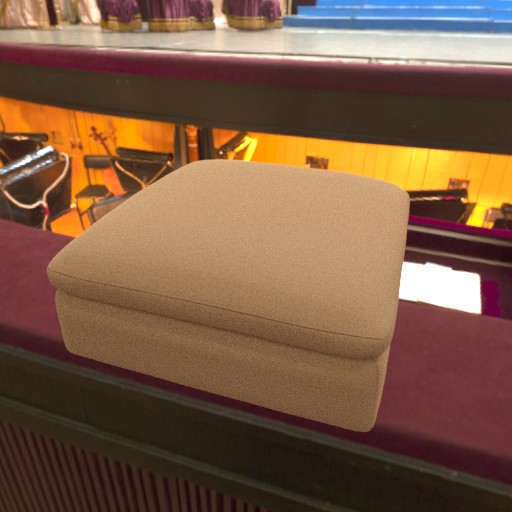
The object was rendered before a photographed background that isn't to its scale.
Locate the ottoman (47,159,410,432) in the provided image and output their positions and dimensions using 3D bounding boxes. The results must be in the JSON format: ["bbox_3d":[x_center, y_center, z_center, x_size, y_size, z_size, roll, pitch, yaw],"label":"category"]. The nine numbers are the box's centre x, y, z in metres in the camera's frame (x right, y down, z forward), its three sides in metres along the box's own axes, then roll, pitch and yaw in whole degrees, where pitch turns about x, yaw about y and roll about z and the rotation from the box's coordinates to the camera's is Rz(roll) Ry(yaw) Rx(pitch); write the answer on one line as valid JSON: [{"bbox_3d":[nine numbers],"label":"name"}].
[{"bbox_3d":[0.000,0.000,1.558,0.977,0.467,0.996,10,31,17],"label":"ottoman"}]
